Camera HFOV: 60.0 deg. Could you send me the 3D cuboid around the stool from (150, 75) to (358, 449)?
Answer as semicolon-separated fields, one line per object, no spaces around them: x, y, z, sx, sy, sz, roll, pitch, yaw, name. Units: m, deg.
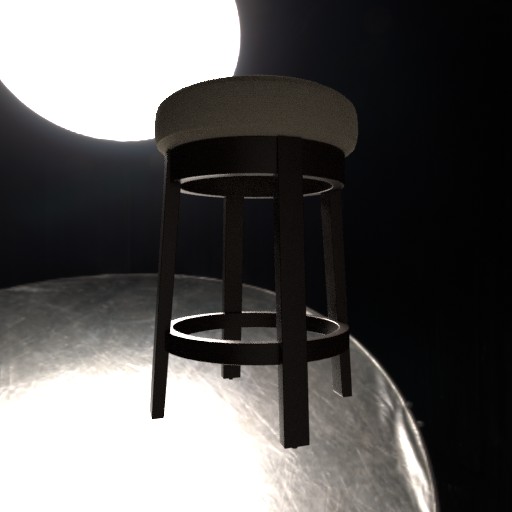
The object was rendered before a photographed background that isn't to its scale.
0.000;0.000;0.961;0.449;0.655;0.449;0;1;0;stool
